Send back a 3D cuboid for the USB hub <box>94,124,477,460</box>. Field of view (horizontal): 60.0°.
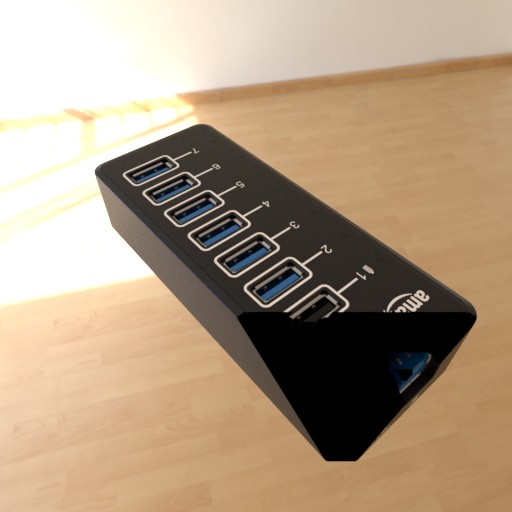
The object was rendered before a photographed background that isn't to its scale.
[{"bbox_3d":[0.000,0.000,0.128,0.044,0.023,0.110,-32,54,-26],"label":"USB hub"}]
